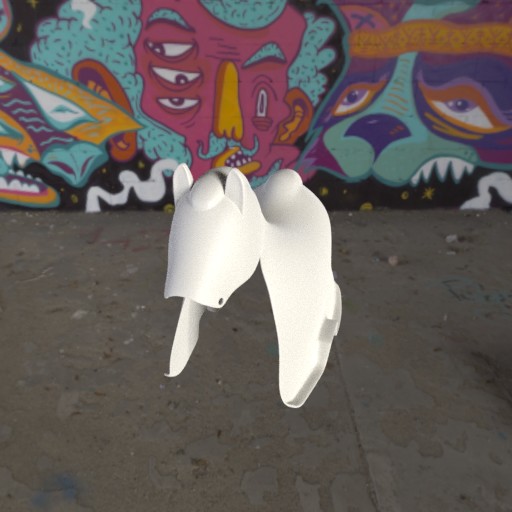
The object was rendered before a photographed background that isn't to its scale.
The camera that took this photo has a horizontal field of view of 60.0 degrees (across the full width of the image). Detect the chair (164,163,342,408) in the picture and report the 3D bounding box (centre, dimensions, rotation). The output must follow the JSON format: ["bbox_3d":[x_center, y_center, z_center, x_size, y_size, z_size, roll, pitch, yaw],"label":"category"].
[{"bbox_3d":[0.000,0.000,1.152,0.429,0.612,0.800,9,28,17],"label":"chair"}]
